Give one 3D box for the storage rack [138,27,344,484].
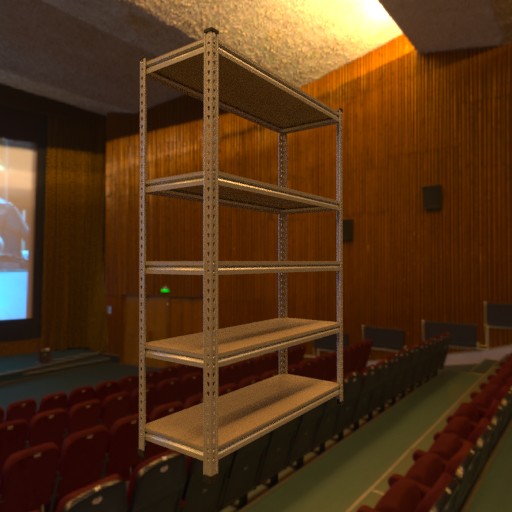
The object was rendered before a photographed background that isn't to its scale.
[{"bbox_3d":[0.000,0.000,2.394,0.457,1.829,1.219,-1,-1,36],"label":"storage rack"}]
